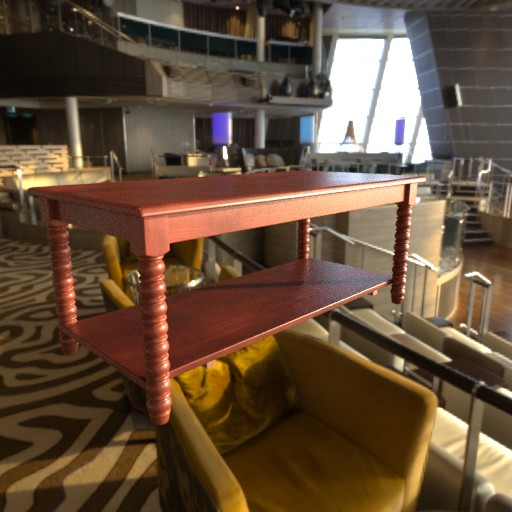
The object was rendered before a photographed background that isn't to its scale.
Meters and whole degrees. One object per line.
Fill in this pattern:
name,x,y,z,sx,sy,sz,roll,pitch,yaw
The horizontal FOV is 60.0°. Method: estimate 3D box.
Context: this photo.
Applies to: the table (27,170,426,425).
table,0.000,0.000,1.450,1.171,0.485,0.580,-14,19,-43
